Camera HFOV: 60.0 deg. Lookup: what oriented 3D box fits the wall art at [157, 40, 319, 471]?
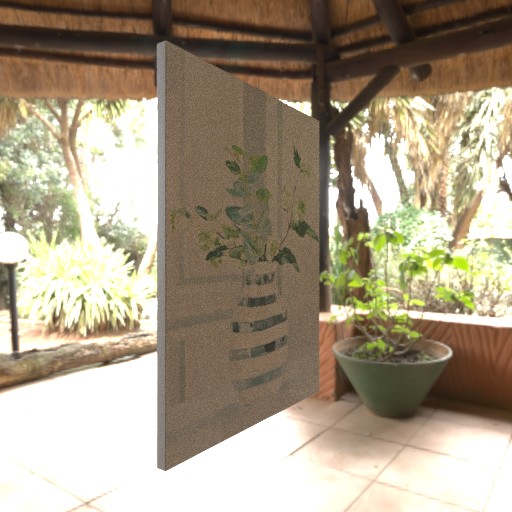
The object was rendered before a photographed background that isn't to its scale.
[{"bbox_3d":[0.000,0.000,1.624,0.038,1.212,0.914,0,0,36],"label":"wall art"}]
